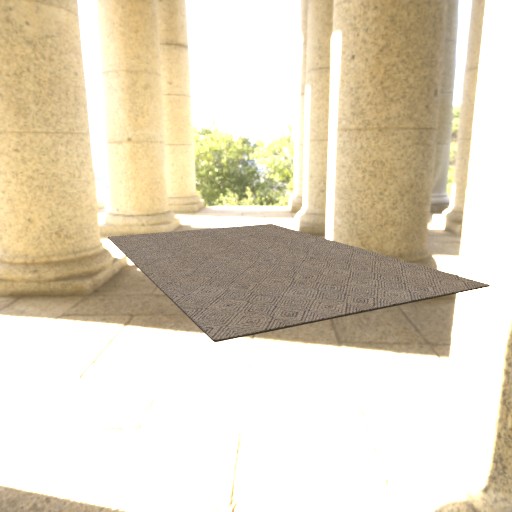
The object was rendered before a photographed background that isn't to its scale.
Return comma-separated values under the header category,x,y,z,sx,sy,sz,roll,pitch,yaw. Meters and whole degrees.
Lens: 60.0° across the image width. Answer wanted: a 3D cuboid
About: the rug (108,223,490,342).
category,x,y,z,sx,sy,sz,roll,pitch,yaw
rug,0.000,0.000,2.265,1.175,0.008,1.783,-7,14,-26
